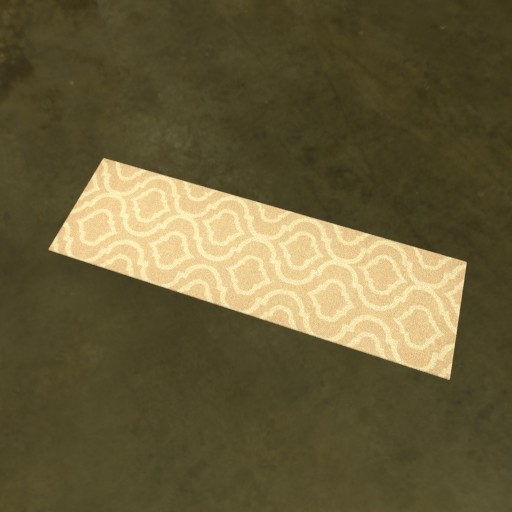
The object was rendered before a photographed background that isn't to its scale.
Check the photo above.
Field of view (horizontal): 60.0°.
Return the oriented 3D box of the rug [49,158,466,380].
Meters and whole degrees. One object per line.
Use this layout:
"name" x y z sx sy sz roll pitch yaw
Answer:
"rug" 0.000 0.000 2.533 2.289 0.013 0.691 17 65 8
